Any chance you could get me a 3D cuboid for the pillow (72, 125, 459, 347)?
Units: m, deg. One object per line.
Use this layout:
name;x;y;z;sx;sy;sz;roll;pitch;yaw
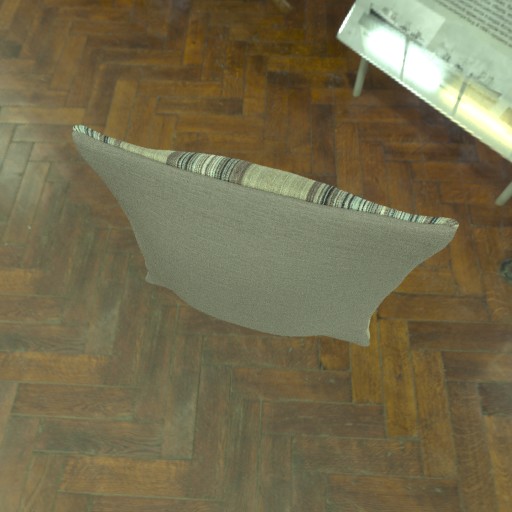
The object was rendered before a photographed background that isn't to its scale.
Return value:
pillow;0.000;0.000;0.655;0.435;0.416;0.189;15;64;8
